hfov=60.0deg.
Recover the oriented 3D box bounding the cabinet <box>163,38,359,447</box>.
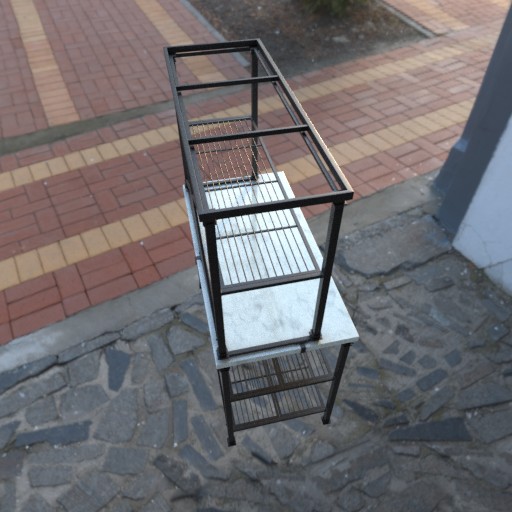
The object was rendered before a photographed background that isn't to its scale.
[{"bbox_3d":[0.000,0.000,2.243,0.610,1.659,1.210,-9,47,-9],"label":"cabinet"}]
